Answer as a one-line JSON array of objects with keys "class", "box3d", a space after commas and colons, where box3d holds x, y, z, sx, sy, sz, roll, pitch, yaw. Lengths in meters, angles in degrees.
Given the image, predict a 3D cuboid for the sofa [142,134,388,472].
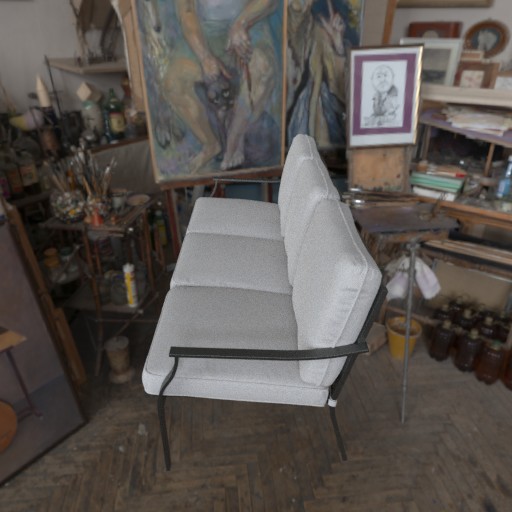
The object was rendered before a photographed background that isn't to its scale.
[{"class": "sofa", "box3d": [0.000, 0.000, 2.186, 0.787, 0.860, 1.740, 0, 28, 0]}]
